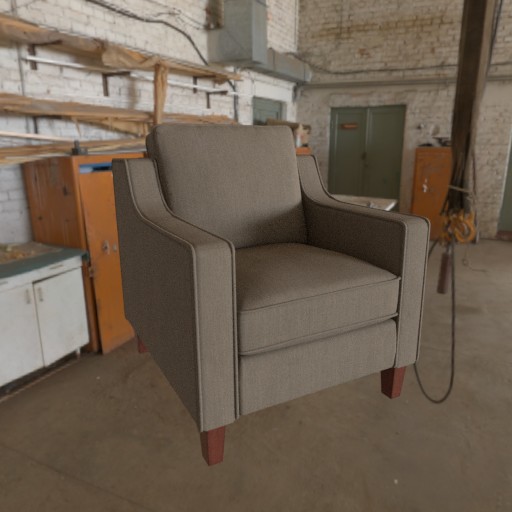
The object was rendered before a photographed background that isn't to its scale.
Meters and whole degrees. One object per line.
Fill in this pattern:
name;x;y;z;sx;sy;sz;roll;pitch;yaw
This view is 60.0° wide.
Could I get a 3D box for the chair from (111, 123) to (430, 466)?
chair;0.000;0.000;1.662;0.831;0.960;0.909;-8;17;-27
